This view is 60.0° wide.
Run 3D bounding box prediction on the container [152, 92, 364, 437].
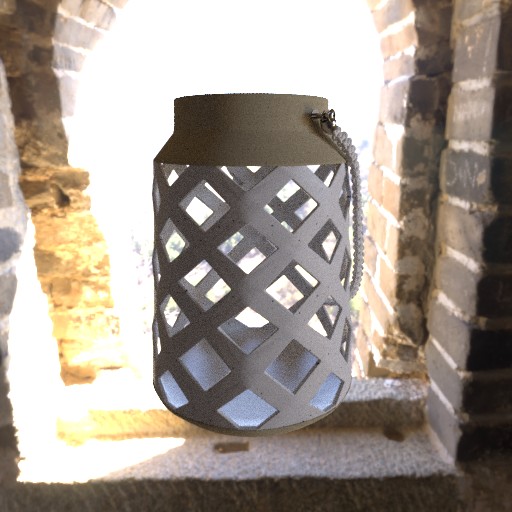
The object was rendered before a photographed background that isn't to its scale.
[{"bbox_3d":[0.000,0.000,0.397,0.198,0.264,0.188,-14,20,-42],"label":"container"}]
